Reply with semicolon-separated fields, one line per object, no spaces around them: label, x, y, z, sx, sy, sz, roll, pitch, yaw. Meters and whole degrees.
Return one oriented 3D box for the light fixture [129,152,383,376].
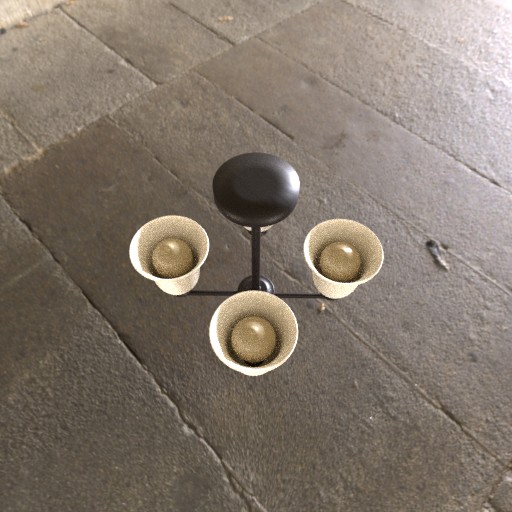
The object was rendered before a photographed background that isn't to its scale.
light fixture;0.000;0.000;1.917;1.069;0.925;1.069;1;57;1
